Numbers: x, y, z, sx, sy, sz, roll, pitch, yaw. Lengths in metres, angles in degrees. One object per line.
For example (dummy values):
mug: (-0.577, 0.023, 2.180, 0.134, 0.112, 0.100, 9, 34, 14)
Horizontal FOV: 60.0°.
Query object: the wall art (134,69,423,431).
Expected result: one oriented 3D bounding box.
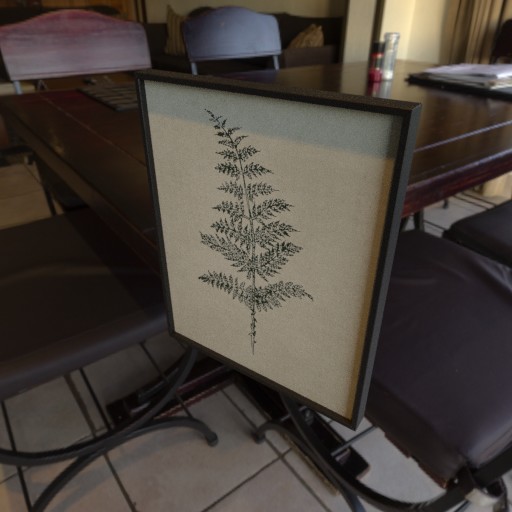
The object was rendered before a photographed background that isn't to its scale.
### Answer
wall art: (0.000, 0.000, 0.760, 0.449, 0.555, 0.039, 19, 36, 29)
